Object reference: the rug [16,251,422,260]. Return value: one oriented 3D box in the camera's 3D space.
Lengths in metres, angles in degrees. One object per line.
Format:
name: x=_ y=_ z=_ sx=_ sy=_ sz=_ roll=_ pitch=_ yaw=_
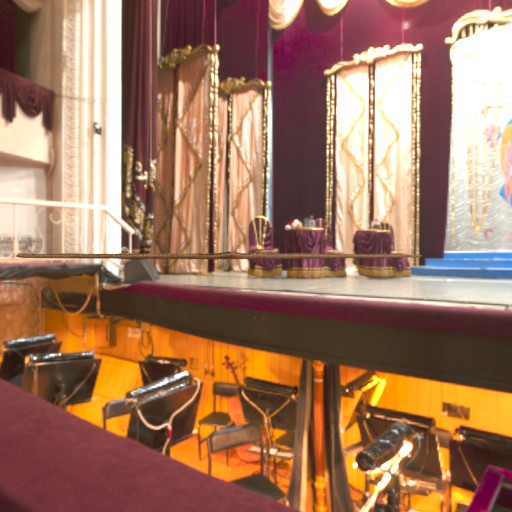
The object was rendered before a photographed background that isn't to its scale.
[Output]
rug: x=0.000 y=0.000 z=2.991 sx=1.521 sy=0.034 sz=2.438 roll=0 pitch=0 yaw=35
